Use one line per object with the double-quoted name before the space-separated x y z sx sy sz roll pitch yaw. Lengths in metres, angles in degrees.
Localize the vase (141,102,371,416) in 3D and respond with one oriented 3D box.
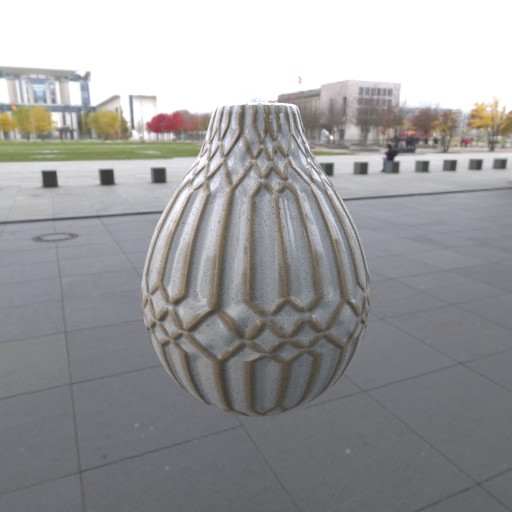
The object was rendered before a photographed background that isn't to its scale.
"vase" 0.000 0.000 0.310 0.159 0.200 0.159 0 15 0
